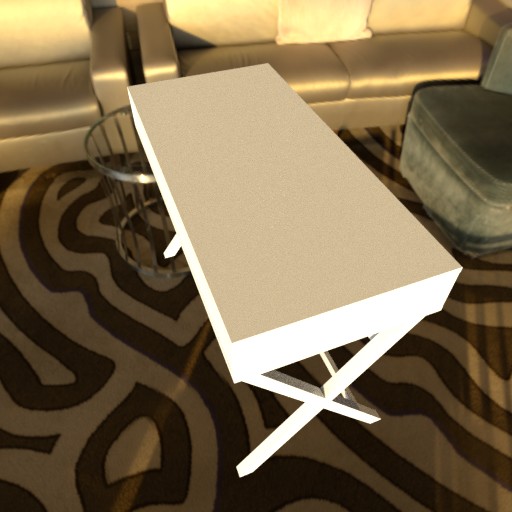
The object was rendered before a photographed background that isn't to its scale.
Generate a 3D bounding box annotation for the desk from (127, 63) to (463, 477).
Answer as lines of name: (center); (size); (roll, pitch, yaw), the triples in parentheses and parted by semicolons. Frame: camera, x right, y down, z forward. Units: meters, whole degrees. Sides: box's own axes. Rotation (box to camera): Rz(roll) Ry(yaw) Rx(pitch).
desk: (0.000, 0.000, 1.473); (0.509, 0.780, 1.059); (-16, 49, -14)
